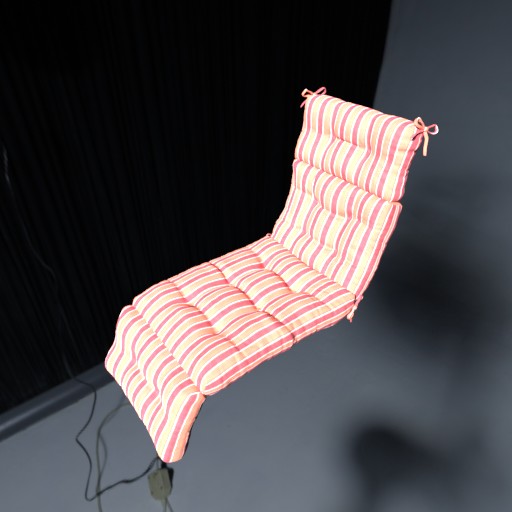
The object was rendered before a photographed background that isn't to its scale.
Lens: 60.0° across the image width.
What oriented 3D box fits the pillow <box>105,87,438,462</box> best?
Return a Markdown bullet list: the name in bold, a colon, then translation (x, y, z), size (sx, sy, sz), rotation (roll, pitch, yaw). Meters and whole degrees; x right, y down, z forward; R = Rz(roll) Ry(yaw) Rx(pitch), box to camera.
- **pillow**: translation (0.000, 0.000, 1.466), size (1.016, 0.863, 0.526), rotation (-23, 41, -30)
